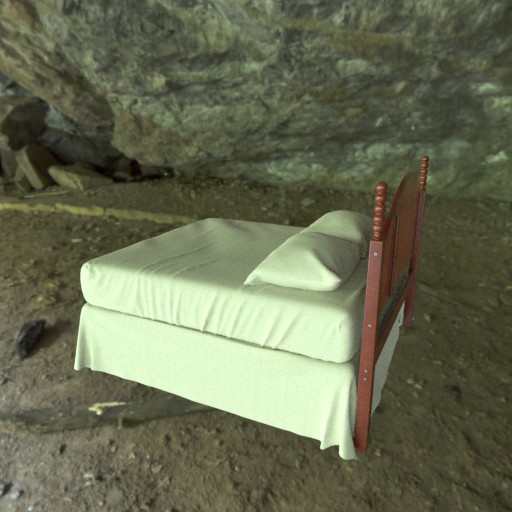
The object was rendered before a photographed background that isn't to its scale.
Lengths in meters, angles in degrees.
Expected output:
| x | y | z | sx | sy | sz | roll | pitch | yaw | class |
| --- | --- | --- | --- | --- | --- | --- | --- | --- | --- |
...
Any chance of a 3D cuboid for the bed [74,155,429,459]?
| x | y | z | sx | sy | sz | roll | pitch | yaw | class |
| --- | --- | --- | --- | --- | --- | --- | --- | --- | --- |
| 0.000 | 0.000 | 3.155 | 2.040 | 1.356 | 1.873 | 8 | 19 | 25 | bed |
